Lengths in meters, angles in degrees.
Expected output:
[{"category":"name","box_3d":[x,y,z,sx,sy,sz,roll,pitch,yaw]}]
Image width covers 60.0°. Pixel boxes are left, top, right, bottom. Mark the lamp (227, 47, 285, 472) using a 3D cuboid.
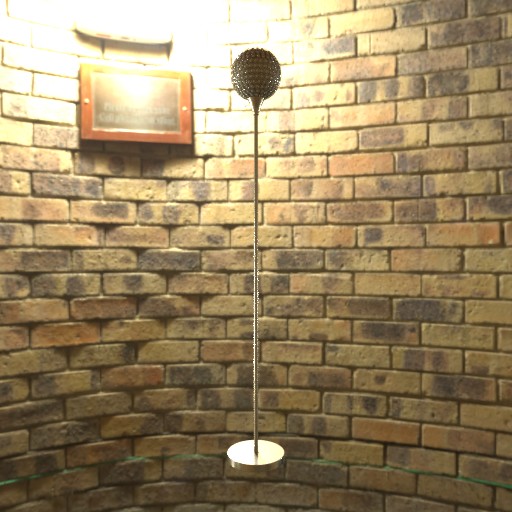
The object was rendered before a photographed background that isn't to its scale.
[{"category":"lamp","box_3d":[0.000,0.000,1.976,0.254,1.805,0.254,0,0,0]}]
